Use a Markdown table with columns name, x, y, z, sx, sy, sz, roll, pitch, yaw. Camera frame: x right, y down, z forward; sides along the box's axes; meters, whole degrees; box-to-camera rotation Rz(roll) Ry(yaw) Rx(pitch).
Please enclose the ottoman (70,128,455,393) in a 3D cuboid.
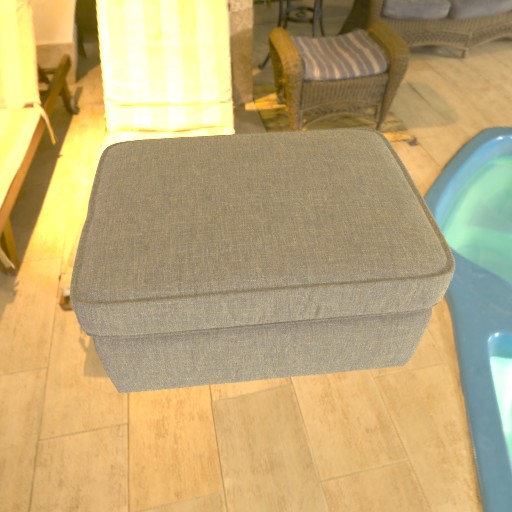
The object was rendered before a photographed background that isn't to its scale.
| name | x | y | z | sx | sy | sz | roll | pitch | yaw |
| --- | --- | --- | --- | --- | --- | --- | --- | --- | --- |
| ottoman | 0.000 | 0.000 | 1.137 | 0.762 | 0.457 | 0.559 | -4 | 47 | -4 |
